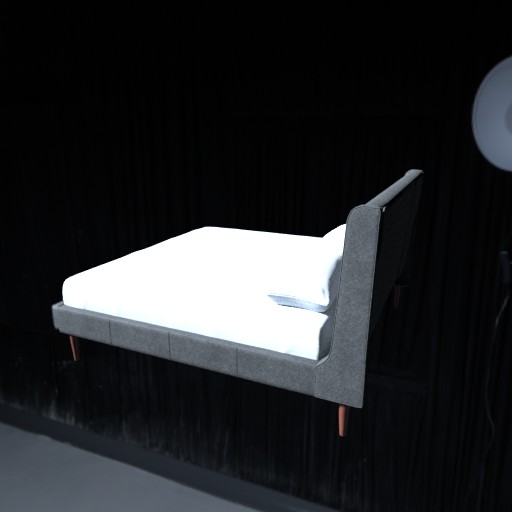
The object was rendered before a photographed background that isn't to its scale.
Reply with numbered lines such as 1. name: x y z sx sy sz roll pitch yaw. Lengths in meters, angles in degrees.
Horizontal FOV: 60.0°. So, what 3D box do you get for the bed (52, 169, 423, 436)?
1. bed: 0.000 0.000 2.576 1.638 0.933 1.531 7 17 24
